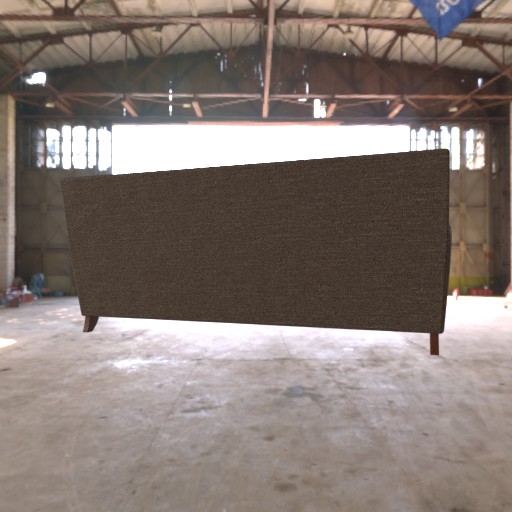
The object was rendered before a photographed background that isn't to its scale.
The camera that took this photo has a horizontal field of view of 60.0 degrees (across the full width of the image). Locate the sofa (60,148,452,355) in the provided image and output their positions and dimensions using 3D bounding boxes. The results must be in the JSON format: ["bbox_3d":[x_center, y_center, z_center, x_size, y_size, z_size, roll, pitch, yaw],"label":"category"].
[{"bbox_3d":[0.000,0.000,2.443,1.976,0.846,0.875,0,-1,19],"label":"sofa"}]
